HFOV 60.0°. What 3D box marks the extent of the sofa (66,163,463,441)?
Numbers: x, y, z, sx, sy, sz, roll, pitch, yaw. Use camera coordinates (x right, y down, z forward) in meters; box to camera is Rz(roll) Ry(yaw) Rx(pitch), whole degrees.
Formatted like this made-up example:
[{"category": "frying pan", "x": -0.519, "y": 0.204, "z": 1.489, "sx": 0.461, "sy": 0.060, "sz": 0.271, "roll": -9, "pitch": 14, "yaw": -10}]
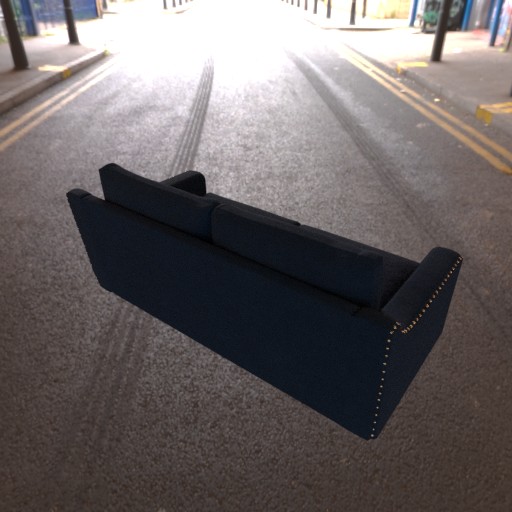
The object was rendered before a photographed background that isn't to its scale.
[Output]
[{"category": "sofa", "x": 0.000, "y": 0.000, "z": 2.708, "sx": 2.107, "sy": 0.983, "sz": 1.104, "roll": 22, "pitch": 38, "yaw": 31}]
